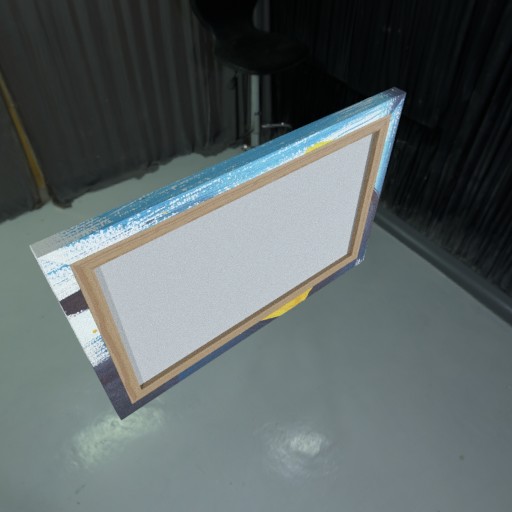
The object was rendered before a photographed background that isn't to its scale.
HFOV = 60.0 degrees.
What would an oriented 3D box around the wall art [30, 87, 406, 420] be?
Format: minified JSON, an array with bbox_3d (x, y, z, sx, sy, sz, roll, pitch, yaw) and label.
[{"bbox_3d":[0.000,0.000,1.130,0.914,0.610,0.039,-30,53,-25],"label":"wall art"}]
